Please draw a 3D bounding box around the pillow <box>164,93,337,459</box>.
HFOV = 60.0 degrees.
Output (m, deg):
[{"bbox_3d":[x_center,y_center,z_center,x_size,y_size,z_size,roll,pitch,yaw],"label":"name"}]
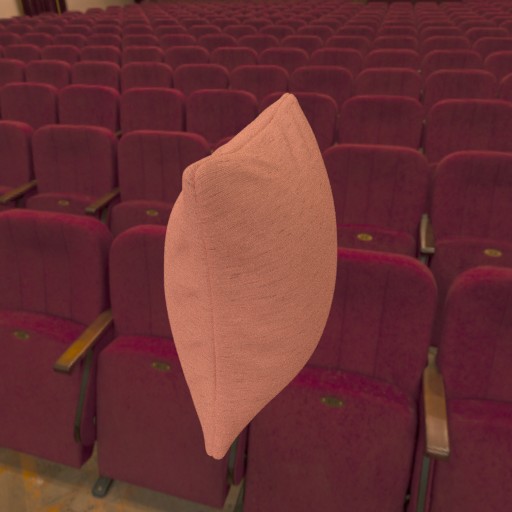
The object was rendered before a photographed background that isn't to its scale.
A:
[{"bbox_3d":[0.000,0.000,0.683,0.246,0.415,0.432,8,31,14],"label":"pillow"}]
